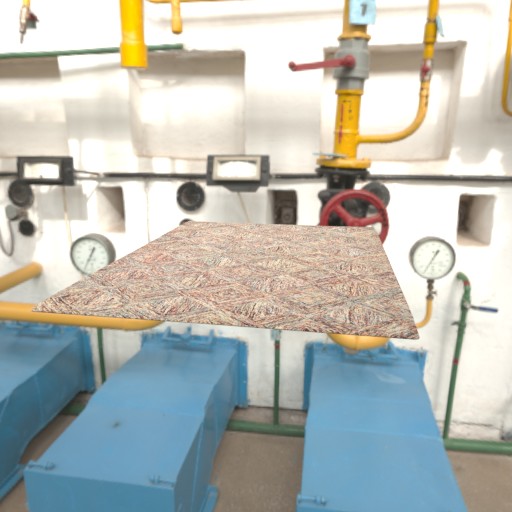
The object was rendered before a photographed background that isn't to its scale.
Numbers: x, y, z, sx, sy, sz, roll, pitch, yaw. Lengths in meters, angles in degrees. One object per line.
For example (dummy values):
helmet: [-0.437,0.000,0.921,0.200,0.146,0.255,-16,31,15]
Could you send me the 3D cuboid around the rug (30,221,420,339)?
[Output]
rug: [0.000,0.000,4.177,2.436,0.024,3.226,3,15,10]
